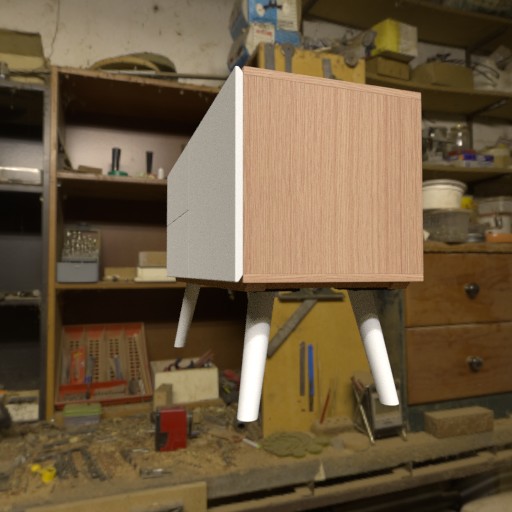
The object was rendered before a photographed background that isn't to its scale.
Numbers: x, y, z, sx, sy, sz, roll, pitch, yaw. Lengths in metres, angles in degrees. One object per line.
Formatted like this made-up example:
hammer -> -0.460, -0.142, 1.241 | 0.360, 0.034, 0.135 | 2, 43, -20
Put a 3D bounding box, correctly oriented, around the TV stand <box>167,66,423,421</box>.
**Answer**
TV stand -> 0.000, 0.000, 1.330 | 0.407, 0.660, 0.991 | 1, -2, -18
